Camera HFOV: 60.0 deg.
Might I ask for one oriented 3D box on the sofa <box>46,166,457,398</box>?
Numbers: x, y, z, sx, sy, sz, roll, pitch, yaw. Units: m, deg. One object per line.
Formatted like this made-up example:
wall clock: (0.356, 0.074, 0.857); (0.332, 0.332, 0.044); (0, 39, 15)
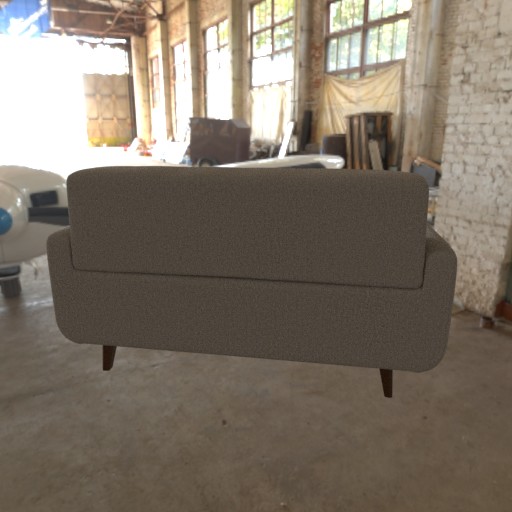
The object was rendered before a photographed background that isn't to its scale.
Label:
sofa: (0.000, 0.000, 2.216); (1.651, 0.925, 0.952); (3, 16, 9)
